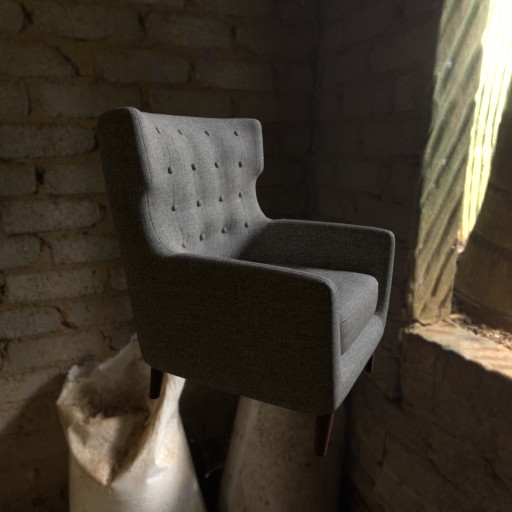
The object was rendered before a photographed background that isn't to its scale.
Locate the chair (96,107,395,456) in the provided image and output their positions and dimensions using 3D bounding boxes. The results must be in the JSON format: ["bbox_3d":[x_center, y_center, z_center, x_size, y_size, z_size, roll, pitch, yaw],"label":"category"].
[{"bbox_3d":[0.000,0.000,1.715,0.904,1.063,0.878,8,16,27],"label":"chair"}]
